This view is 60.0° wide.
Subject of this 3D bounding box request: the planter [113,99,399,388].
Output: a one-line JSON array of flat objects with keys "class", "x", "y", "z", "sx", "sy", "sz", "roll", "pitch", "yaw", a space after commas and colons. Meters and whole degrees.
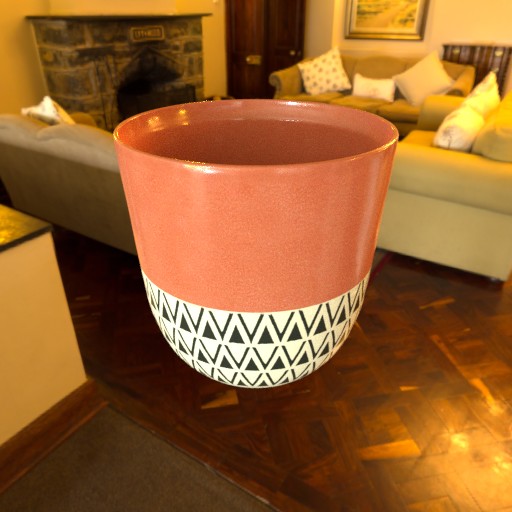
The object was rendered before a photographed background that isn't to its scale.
[{"class": "planter", "x": 0.000, "y": 0.000, "z": 0.366, "sx": 0.195, "sy": 0.214, "sz": 0.195, "roll": 0, "pitch": 29, "yaw": 0}]
